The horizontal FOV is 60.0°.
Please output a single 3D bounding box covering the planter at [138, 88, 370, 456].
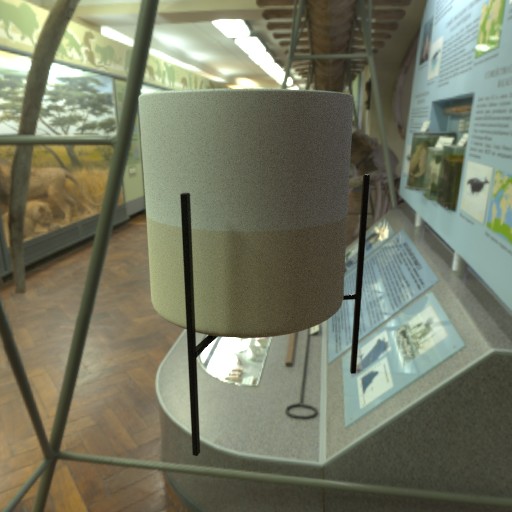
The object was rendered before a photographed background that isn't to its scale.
[{"bbox_3d":[0.000,0.000,0.531,0.263,0.362,0.267,2,16,9],"label":"planter"}]
